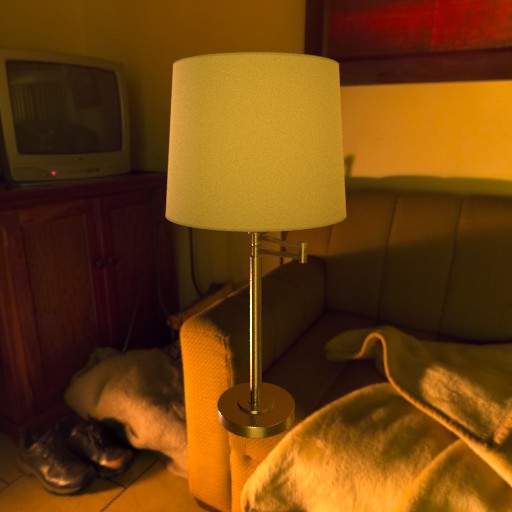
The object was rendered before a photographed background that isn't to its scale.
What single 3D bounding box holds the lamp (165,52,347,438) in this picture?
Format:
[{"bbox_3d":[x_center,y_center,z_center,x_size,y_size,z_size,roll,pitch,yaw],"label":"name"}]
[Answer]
[{"bbox_3d":[0.000,0.000,0.852,0.333,0.696,0.333,0,15,0],"label":"lamp"}]
